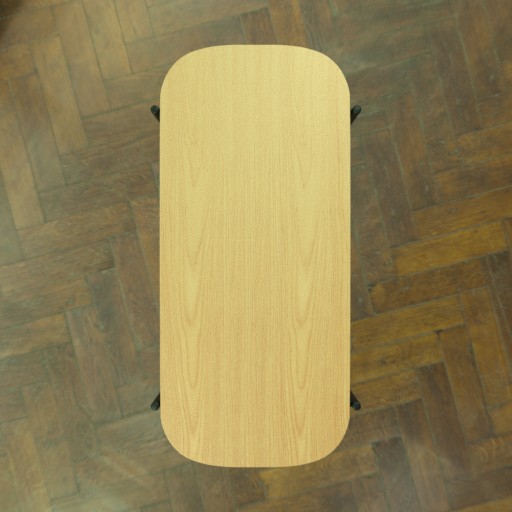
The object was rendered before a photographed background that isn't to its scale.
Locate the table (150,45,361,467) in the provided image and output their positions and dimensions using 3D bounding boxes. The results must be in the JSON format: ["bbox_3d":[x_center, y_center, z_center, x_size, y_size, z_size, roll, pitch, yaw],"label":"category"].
[{"bbox_3d":[0.000,0.000,1.039,0.400,0.400,0.800,0,90,0],"label":"table"}]
